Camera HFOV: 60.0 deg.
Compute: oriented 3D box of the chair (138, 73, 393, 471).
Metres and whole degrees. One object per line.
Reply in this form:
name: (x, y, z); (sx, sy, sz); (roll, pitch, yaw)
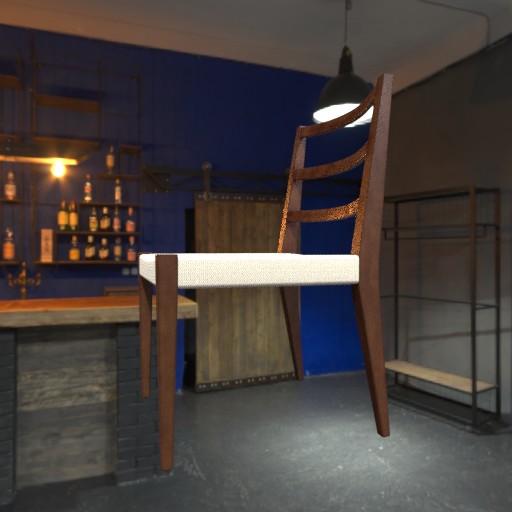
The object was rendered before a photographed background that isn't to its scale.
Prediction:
chair: (0.000, 0.000, 1.133); (0.551, 0.813, 0.480); (0, 1, -19)
